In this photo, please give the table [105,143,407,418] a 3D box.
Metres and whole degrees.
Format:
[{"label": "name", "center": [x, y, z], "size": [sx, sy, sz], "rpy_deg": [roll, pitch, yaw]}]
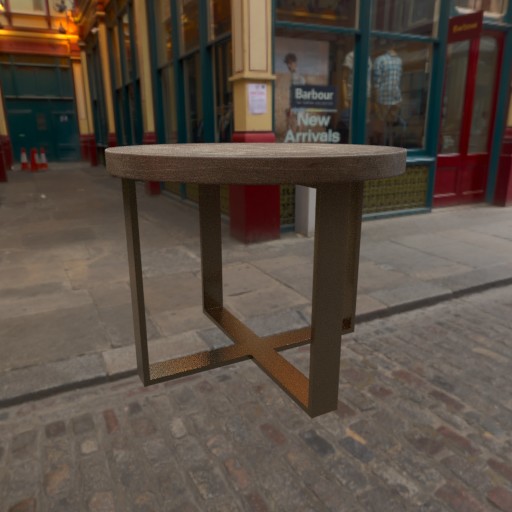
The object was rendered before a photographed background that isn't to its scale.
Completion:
[{"label": "table", "center": [0.000, 0.000, 0.920], "size": [0.557, 0.437, 0.557], "rpy_deg": [0, 16, 0]}]
